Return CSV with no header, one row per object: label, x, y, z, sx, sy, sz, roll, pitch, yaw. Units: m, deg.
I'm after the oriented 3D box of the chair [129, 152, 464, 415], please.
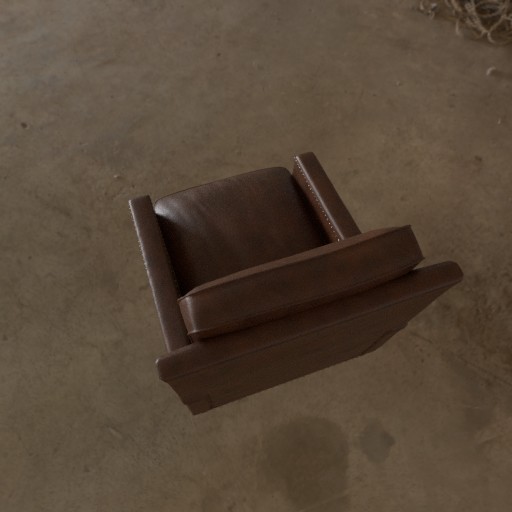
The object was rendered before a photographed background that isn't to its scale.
chair,0.000,0.000,1.760,0.854,1.054,1.035,-17,60,-10
